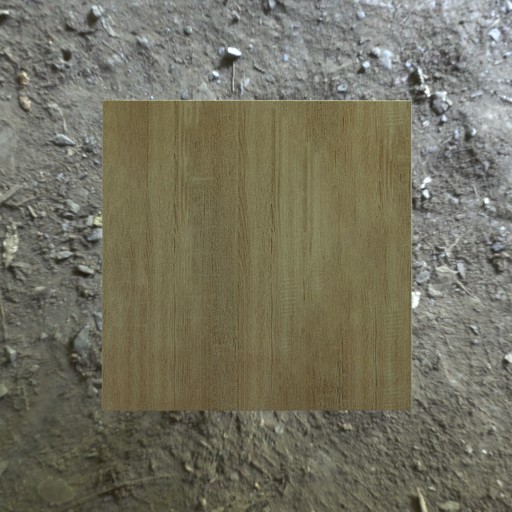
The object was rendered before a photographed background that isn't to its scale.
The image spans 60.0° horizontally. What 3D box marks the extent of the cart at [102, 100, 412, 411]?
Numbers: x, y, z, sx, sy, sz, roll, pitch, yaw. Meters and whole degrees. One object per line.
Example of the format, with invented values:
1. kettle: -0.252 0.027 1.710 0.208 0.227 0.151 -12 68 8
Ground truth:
1. cart: 0.000 0.000 1.124 0.520 0.762 0.521 0 90 0
